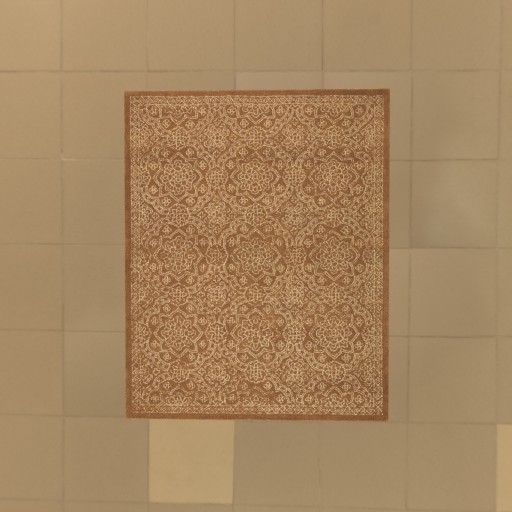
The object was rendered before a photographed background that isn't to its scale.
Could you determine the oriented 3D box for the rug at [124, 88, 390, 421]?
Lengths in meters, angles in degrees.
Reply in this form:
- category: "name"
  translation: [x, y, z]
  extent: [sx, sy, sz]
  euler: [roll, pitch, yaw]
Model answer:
- category: "rug"
  translation: [0.000, 0.000, 4.092]
  extent: [2.441, 0.015, 3.050]
  euler: [0, 91, 2]
